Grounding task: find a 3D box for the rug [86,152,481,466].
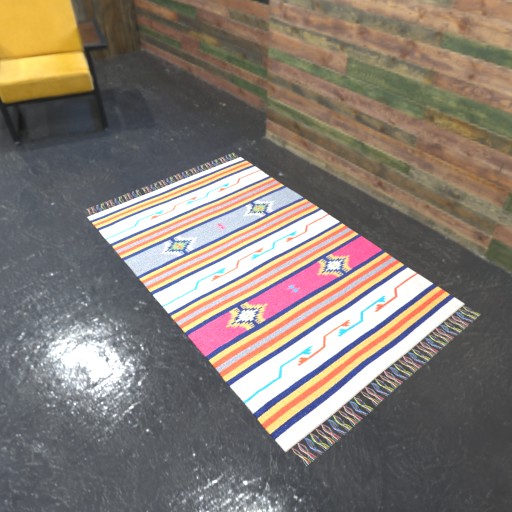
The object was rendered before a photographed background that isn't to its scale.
[{"bbox_3d":[0.000,0.000,2.243,1.084,0.013,1.849,-28,49,-28],"label":"rug"}]
